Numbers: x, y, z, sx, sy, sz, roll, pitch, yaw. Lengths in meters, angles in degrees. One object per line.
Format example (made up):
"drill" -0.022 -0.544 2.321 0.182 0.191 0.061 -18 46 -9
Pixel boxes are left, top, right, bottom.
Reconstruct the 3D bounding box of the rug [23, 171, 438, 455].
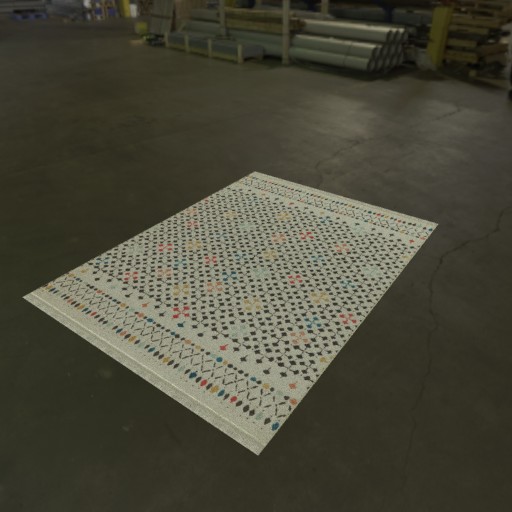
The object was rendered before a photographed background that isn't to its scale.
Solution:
"rug" 0.000 0.000 4.096 2.354 0.007 3.196 22 39 29
